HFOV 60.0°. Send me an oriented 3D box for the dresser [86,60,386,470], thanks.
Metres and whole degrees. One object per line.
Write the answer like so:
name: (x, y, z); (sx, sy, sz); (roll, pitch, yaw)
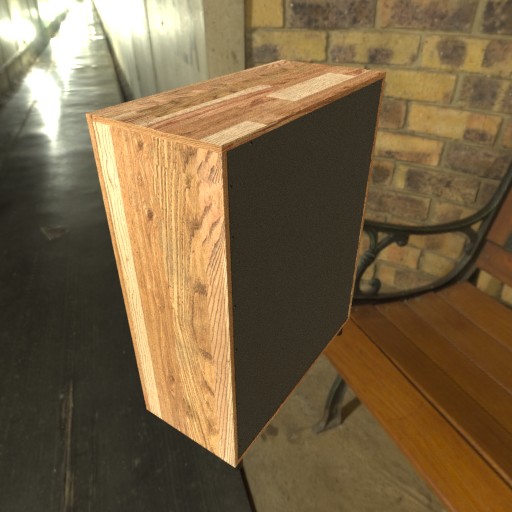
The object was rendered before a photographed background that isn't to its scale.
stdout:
dresser: (0.000, 0.000, 1.716); (0.480, 1.243, 0.966); (20, 38, 28)
